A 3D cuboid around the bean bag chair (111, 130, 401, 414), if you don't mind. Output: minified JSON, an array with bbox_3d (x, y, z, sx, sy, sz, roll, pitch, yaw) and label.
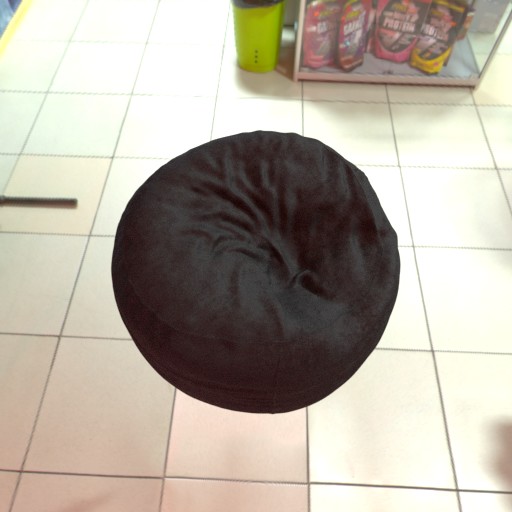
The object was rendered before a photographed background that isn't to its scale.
[{"bbox_3d":[0.000,0.000,2.376,1.525,0.751,1.525,0,58,0],"label":"bean bag chair"}]
